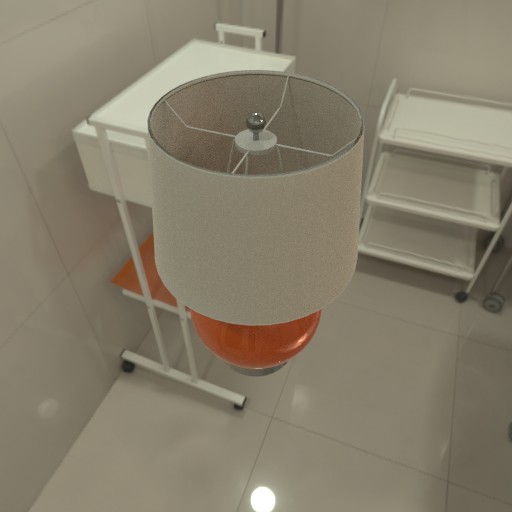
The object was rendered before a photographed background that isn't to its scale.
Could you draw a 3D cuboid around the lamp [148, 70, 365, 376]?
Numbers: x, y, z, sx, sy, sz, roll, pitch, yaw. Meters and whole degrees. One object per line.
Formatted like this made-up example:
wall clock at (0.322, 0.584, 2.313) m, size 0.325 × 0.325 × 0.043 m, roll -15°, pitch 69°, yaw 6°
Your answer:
lamp at (0.000, 0.000, 0.561) m, size 0.247 × 0.387 × 0.247 m, roll 0°, pitch 45°, yaw 0°
